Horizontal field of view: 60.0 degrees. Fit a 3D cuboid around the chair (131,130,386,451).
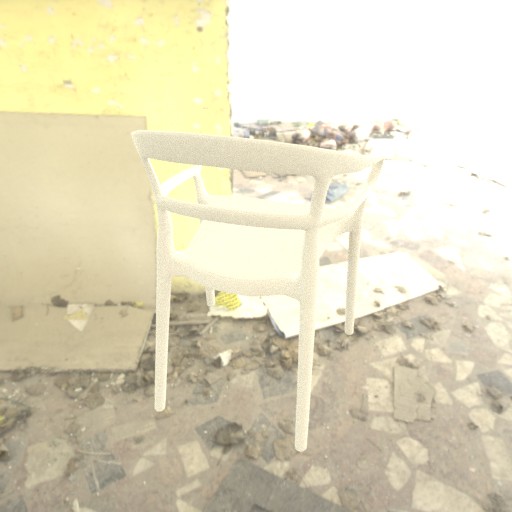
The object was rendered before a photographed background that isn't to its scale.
[{"bbox_3d":[0.000,0.000,1.150,0.559,0.761,0.527,9,32,16],"label":"chair"}]
